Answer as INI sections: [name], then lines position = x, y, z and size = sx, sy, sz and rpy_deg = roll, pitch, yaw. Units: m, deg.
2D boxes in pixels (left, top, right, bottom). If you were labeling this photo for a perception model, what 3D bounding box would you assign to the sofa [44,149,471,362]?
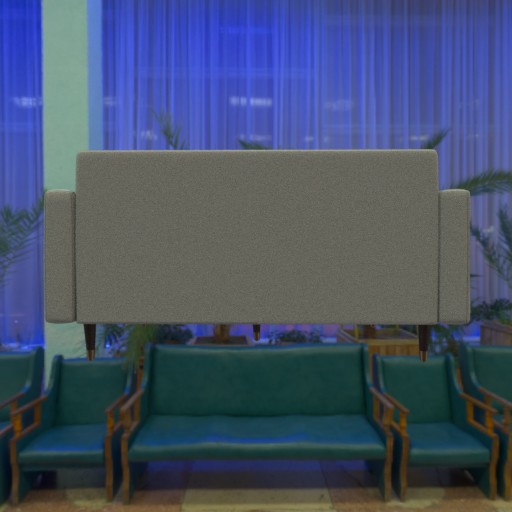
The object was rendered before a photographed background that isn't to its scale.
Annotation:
[sofa]
position = 0.000, 0.000, 2.092
size = 1.585, 0.801, 0.950
rpy_deg = 0, 0, 1
